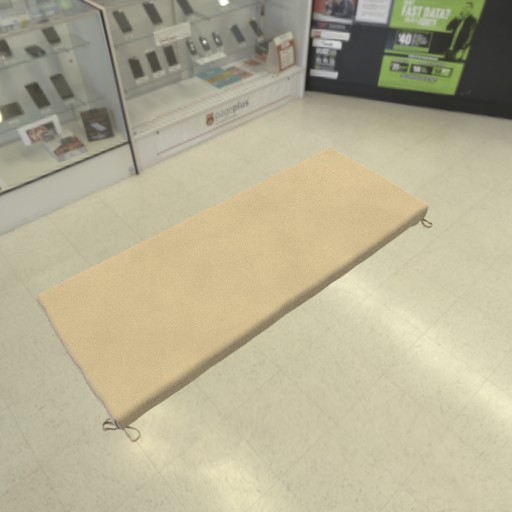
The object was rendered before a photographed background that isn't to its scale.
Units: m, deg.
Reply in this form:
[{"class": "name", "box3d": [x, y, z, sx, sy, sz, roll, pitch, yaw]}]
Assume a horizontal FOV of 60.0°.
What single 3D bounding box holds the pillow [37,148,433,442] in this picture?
[{"class": "pillow", "box3d": [0.000, 0.000, 1.331, 1.187, 0.081, 0.492, -31, 53, -26]}]
